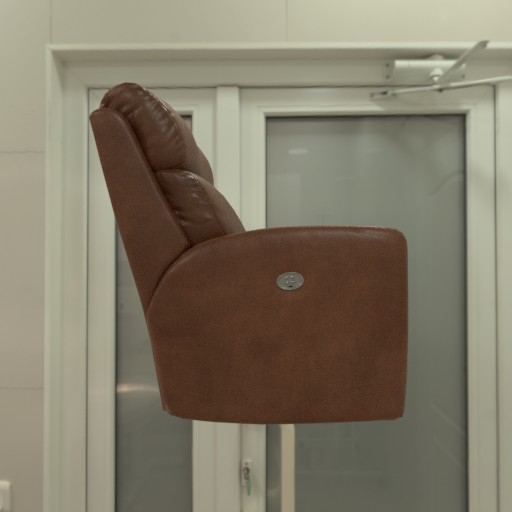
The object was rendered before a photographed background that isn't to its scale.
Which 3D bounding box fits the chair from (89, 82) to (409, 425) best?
[{"bbox_3d":[0.000,0.000,1.589,0.939,1.016,0.787,0,-1,1],"label":"chair"}]
